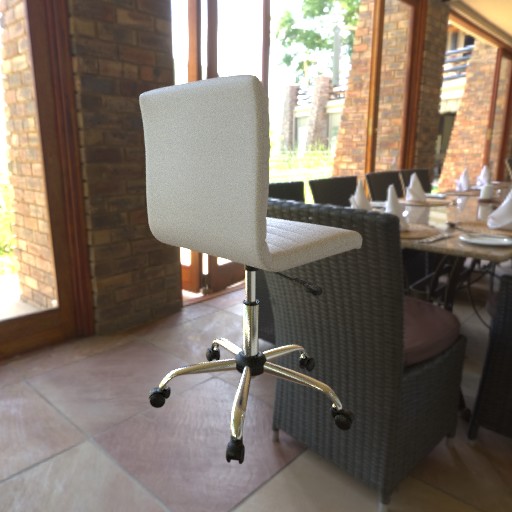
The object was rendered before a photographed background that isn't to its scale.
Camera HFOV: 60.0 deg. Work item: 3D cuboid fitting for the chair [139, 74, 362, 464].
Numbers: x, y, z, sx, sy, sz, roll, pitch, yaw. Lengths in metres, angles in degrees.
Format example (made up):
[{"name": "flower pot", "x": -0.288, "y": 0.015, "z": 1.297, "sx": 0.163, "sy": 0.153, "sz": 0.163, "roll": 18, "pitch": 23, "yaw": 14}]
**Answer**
[{"name": "chair", "x": 0.000, "y": 0.000, "z": 1.065, "sx": 0.455, "sy": 0.750, "sz": 0.520, "roll": -12, "pitch": 18, "yaw": -42}]
